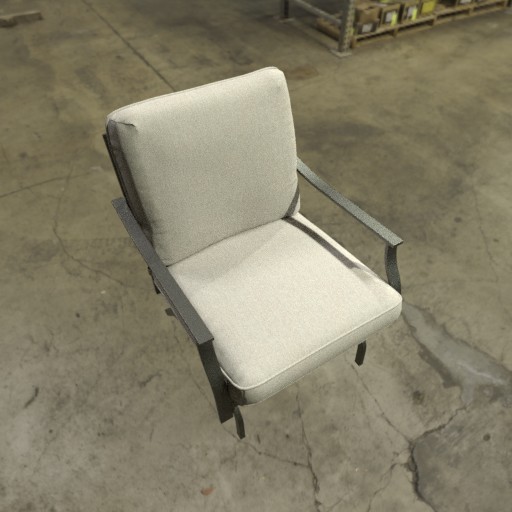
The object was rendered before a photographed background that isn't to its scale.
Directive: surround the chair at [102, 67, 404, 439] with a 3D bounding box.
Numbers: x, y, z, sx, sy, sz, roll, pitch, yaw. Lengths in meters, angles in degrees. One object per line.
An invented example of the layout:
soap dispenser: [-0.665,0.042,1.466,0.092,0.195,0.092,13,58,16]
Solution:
chair: [0.000,0.000,1.404,0.650,0.860,0.787,-24,51,-21]
